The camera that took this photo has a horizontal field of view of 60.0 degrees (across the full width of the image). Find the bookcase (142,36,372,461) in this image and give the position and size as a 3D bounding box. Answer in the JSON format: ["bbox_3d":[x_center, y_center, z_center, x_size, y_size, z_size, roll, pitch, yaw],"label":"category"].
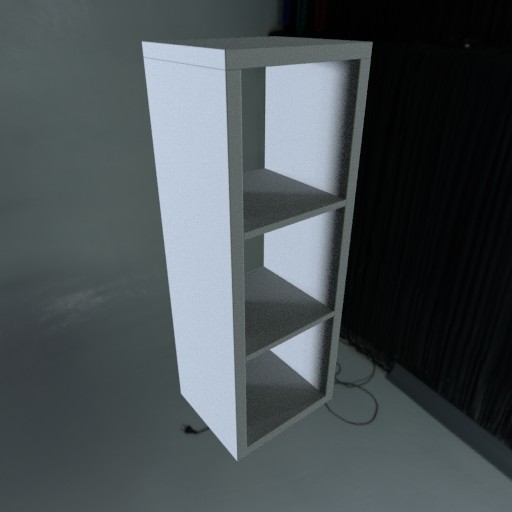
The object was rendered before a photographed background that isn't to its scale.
[{"bbox_3d":[0.000,0.000,1.239,0.390,1.080,0.330,-20,35,-32],"label":"bookcase"}]
